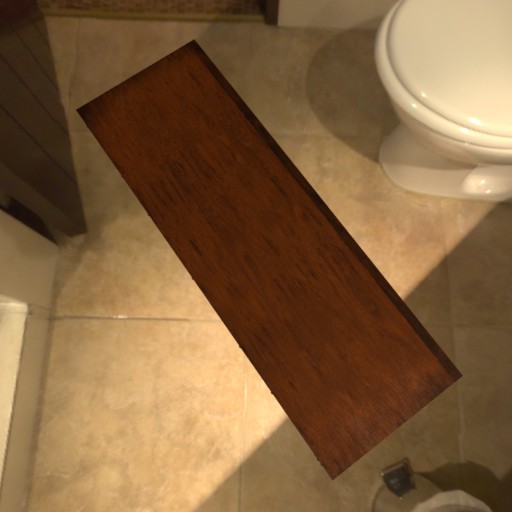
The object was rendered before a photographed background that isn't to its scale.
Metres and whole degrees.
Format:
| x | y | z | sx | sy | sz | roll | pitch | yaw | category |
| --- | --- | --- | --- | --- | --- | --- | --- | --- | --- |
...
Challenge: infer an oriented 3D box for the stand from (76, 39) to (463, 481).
| x | y | z | sx | sy | sz | roll | pitch | yaw | category |
| --- | --- | --- | --- | --- | --- | --- | --- | --- | --- |
| 0.000 | 0.000 | 1.653 | 0.481 | 0.610 | 1.372 | -35 | 79 | -8 | stand |
